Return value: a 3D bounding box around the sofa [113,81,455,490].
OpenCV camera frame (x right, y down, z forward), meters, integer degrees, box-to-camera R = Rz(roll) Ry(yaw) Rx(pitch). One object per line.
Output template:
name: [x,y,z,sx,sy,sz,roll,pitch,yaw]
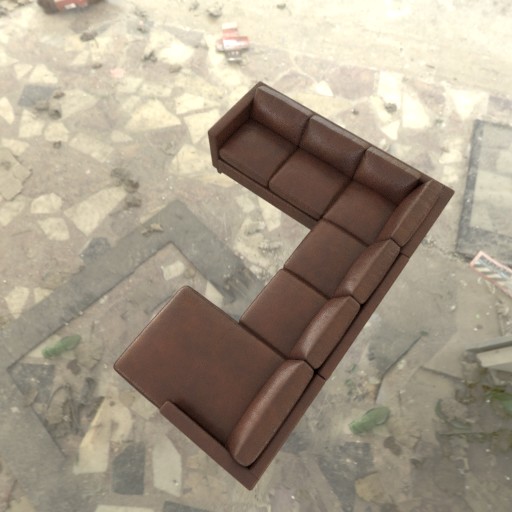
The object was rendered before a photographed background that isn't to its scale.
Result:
sofa: [0.000,0.000,4.408,2.452,0.891,3.324,35,70,15]
